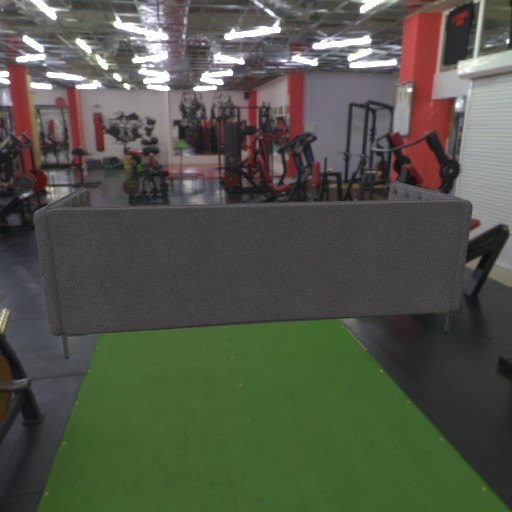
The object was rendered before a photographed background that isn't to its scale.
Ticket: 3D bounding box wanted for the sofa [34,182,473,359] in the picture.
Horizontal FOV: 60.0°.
[{"bbox_3d":[0.000,0.000,2.659,2.209,0.771,0.895,-2,16,-8],"label":"sofa"}]
